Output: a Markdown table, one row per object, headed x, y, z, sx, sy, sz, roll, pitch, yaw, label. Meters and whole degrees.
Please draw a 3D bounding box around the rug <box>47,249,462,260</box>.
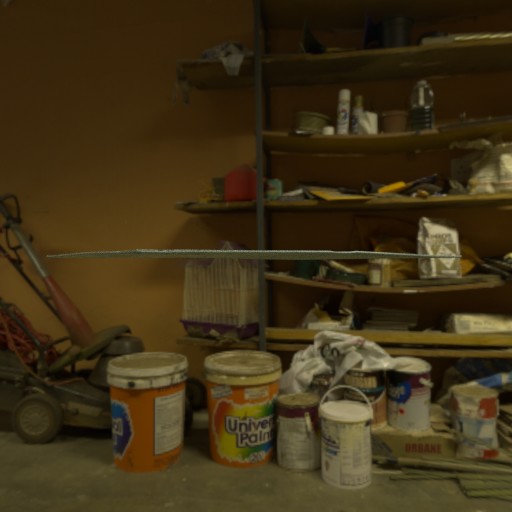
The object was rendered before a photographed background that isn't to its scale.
| x | y | z | sx | sy | sz | roll | pitch | yaw | label |
| --- | --- | --- | --- | --- | --- | --- | --- | --- | --- |
| 0.000 | 0.000 | 2.993 | 2.306 | 0.030 | 1.613 | 1 | -1 | -36 | rug |
